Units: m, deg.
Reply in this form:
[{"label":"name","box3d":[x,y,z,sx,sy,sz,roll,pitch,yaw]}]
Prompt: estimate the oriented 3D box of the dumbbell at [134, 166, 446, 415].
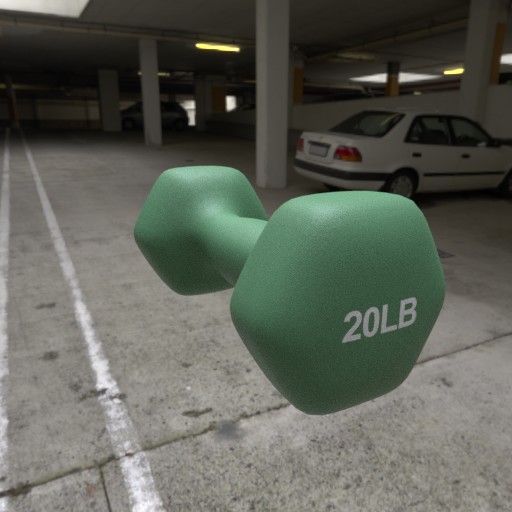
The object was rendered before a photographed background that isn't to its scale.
[{"label":"dumbbell","box3d":[0.000,0.000,0.321,0.126,0.114,0.257,-8,18,-27]}]
